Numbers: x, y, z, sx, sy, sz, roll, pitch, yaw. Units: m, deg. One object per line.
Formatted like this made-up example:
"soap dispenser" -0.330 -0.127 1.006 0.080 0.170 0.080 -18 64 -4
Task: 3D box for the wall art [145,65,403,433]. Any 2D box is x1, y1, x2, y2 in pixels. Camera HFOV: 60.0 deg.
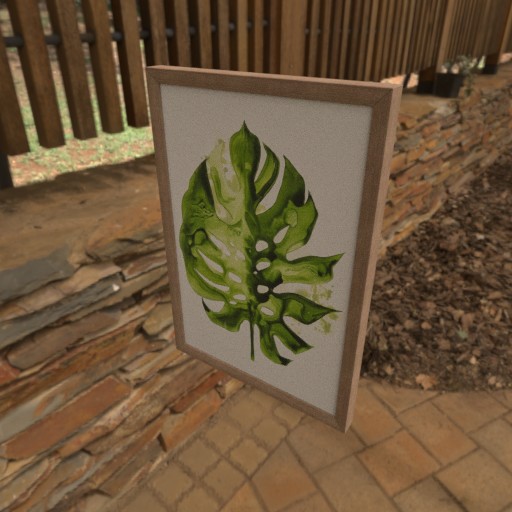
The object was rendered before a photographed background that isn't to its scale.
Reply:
"wall art" 0.000 0.000 0.667 0.356 0.509 0.031 18 33 30
